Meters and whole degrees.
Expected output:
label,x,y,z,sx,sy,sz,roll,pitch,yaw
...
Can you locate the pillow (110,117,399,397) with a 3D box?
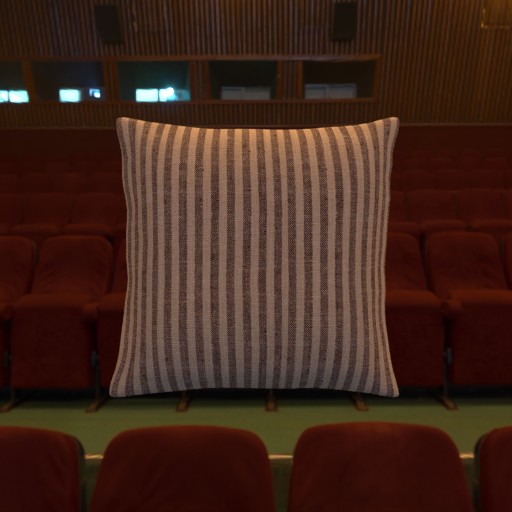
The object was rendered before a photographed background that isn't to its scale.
label,x,y,z,sx,sy,sz,roll,pitch,yaw
pillow,0.000,0.000,0.803,0.523,0.506,0.166,0,0,0
